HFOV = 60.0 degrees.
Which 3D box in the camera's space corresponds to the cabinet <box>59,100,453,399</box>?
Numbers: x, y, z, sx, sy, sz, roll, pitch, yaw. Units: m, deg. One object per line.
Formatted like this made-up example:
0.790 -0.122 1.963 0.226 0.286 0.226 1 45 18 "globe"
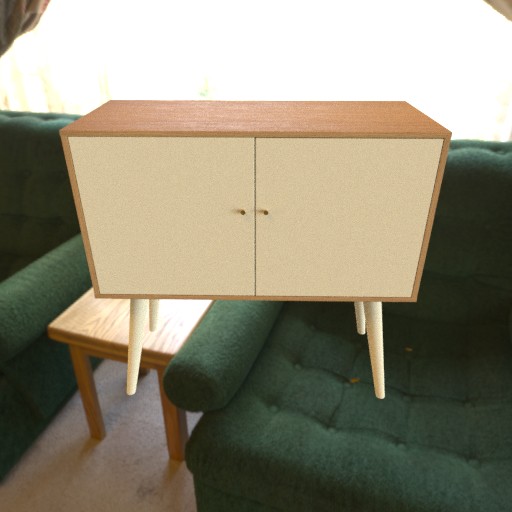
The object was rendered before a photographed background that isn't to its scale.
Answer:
0.000 0.000 1.631 1.057 1.016 0.470 1 29 1 "cabinet"
